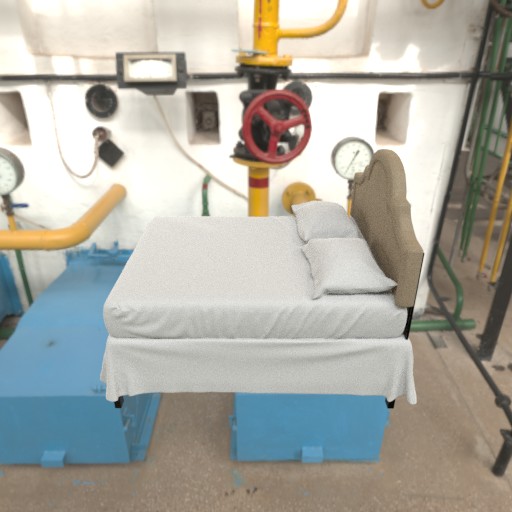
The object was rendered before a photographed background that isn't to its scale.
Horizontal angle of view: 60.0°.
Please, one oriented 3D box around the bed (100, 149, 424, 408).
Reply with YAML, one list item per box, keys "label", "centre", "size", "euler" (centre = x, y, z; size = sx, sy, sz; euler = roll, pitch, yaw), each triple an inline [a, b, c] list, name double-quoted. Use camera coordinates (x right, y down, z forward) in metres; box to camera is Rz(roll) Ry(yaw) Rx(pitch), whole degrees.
- label: "bed"
  centre: [0.000, 0.000, 3.459]
  size: [2.222, 1.634, 1.780]
  euler: [0, 27, 0]
